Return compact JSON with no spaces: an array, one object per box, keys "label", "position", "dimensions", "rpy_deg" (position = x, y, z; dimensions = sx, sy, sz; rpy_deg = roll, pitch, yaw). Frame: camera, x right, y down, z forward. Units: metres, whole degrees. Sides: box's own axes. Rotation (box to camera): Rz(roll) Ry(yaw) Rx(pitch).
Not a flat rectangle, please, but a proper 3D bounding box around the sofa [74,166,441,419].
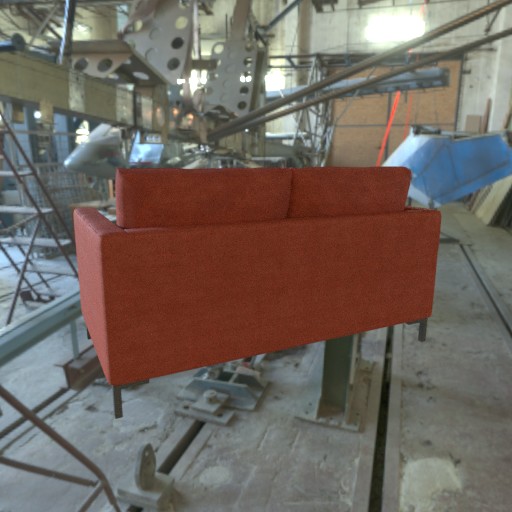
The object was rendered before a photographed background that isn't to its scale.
[{"label":"sofa","position":[0.000,0.000,2.169],"dimensions":[1.574,0.896,0.864],"rpy_deg":[-7,15,-26]}]
